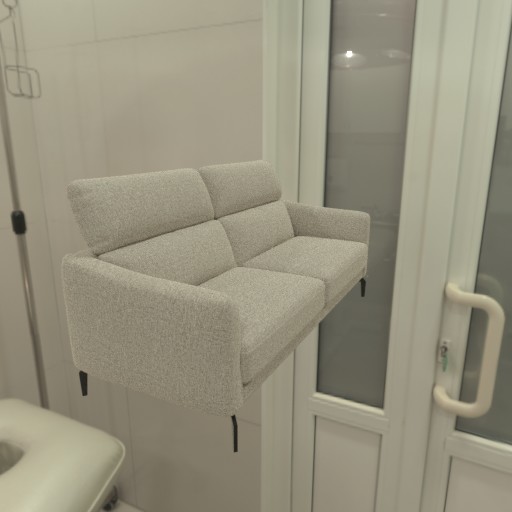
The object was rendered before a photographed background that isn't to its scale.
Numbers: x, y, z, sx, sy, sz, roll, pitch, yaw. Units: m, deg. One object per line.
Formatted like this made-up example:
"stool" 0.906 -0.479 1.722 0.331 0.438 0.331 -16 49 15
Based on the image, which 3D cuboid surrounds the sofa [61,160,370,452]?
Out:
"sofa" 0.000 0.000 2.482 0.856 0.956 2.015 8 17 27
